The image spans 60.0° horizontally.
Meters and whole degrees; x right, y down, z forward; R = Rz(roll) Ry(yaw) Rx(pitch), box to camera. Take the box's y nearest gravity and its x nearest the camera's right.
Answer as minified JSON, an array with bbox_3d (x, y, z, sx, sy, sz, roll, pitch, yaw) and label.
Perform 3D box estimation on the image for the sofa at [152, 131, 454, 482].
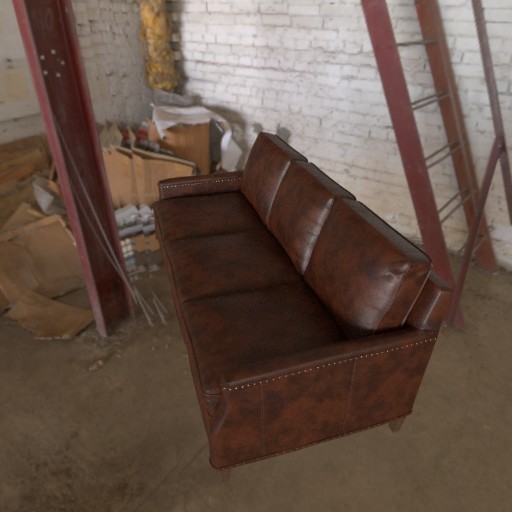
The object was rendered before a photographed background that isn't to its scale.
[{"bbox_3d":[0.000,0.000,2.763,1.084,1.003,2.240,-9,32,-15],"label":"sofa"}]
